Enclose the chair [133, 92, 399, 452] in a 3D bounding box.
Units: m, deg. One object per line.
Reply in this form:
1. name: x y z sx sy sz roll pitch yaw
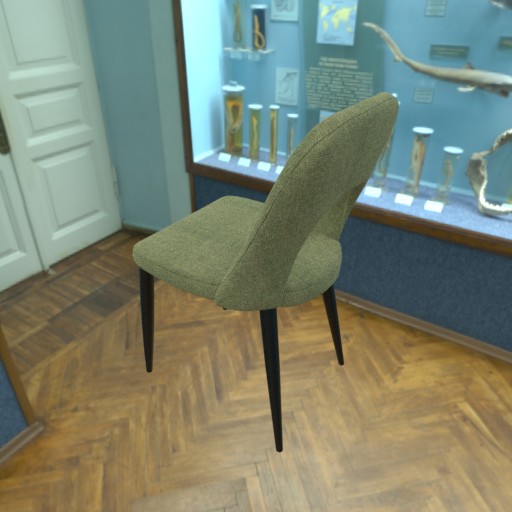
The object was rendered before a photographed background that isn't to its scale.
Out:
1. chair: 0.000 0.000 1.270 0.612 0.931 0.470 20 37 29
